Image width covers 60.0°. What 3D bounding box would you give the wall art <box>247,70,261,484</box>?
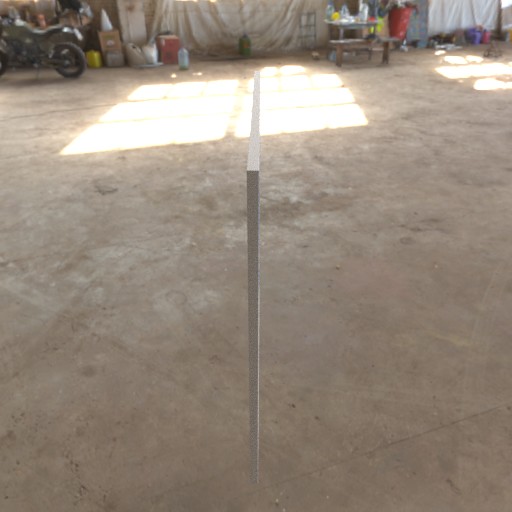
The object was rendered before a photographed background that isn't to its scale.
[{"bbox_3d":[0.000,0.000,0.987,0.015,0.660,0.660,0,32,1],"label":"wall art"}]
